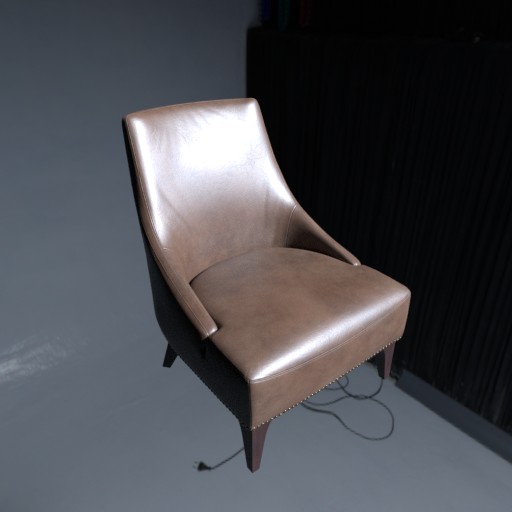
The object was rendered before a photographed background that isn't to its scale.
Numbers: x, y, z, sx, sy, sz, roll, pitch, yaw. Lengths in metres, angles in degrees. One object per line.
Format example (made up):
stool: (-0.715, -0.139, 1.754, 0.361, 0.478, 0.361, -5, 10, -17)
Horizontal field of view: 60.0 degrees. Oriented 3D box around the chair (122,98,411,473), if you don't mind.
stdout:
chair: (0.000, 0.000, 1.535, 0.701, 0.909, 0.861, -21, 35, -33)
